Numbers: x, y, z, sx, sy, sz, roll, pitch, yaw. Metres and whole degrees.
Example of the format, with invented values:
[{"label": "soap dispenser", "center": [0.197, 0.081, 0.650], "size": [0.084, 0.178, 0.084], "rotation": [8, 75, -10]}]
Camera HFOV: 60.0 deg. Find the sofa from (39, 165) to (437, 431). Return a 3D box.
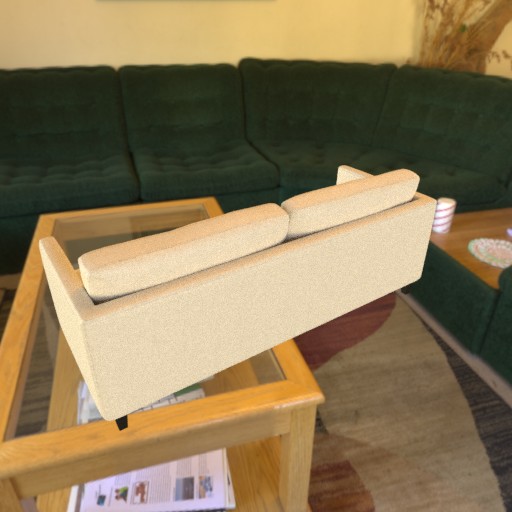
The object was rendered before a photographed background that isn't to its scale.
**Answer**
[{"label": "sofa", "center": [0.000, 0.000, 2.930], "size": [2.434, 0.965, 0.948], "rotation": [-18, 35, -29]}]
